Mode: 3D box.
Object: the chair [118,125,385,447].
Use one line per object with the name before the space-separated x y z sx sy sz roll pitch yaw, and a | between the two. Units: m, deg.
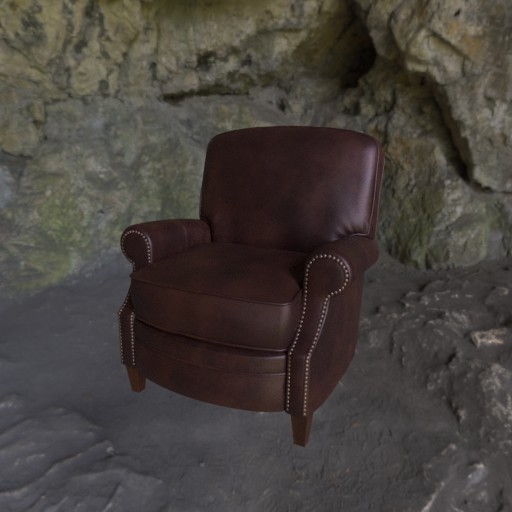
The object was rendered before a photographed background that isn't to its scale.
chair | 0.000 0.000 1.793 0.936 1.018 0.986 8 17 26
